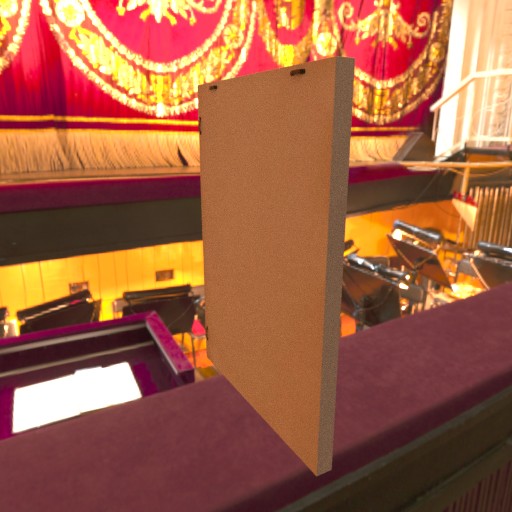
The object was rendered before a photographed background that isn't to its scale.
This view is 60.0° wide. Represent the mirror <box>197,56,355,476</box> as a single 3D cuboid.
[{"bbox_3d":[0.000,0.000,0.933,0.040,0.710,0.507,-9,18,-28],"label":"mirror"}]
